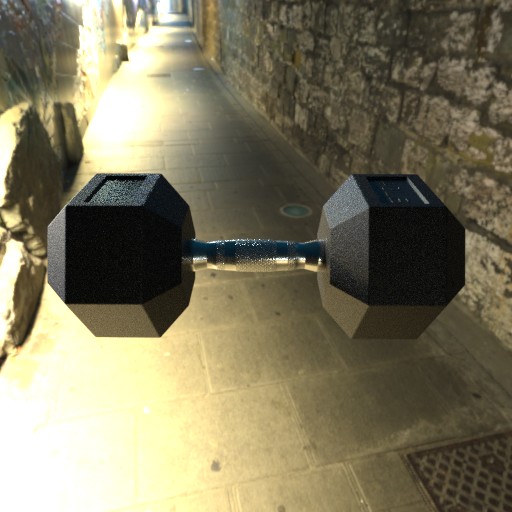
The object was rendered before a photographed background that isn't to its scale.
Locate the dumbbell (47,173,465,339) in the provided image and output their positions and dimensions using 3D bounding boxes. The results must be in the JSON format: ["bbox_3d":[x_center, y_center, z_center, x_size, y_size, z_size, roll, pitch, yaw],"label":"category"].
[{"bbox_3d":[0.000,0.000,0.424,0.361,0.137,0.157,0,30,0],"label":"dumbbell"}]
